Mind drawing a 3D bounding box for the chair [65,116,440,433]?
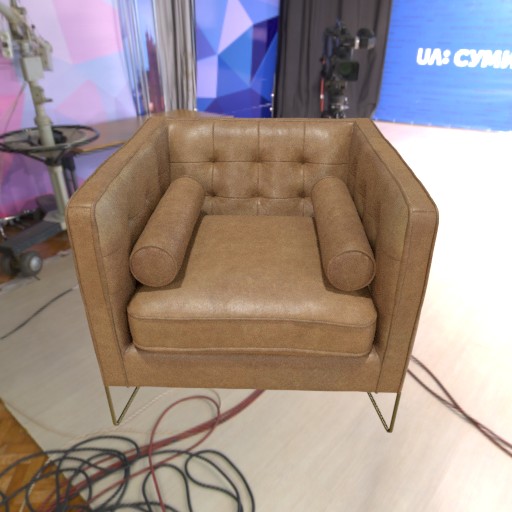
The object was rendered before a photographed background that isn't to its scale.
[{"bbox_3d":[0.000,0.000,1.597,0.920,0.797,0.912,1,30,2],"label":"chair"}]
